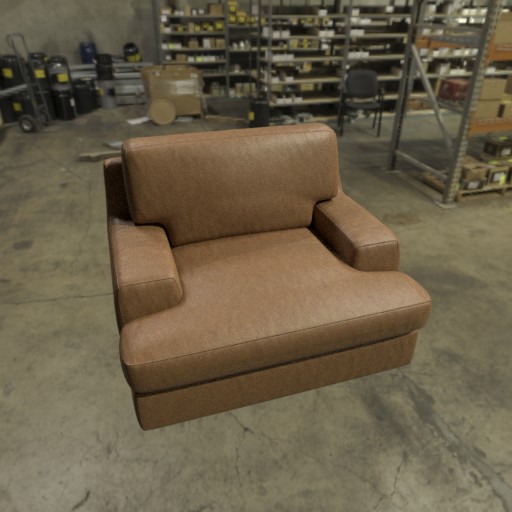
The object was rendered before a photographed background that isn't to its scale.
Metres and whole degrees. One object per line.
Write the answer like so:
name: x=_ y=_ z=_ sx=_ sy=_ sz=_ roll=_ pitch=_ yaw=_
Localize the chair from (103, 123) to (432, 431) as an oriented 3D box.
chair: x=0.000 y=0.000 z=2.026 sx=1.276 sy=0.978 sz=1.050 roll=-9 pitch=32 yaw=-15
